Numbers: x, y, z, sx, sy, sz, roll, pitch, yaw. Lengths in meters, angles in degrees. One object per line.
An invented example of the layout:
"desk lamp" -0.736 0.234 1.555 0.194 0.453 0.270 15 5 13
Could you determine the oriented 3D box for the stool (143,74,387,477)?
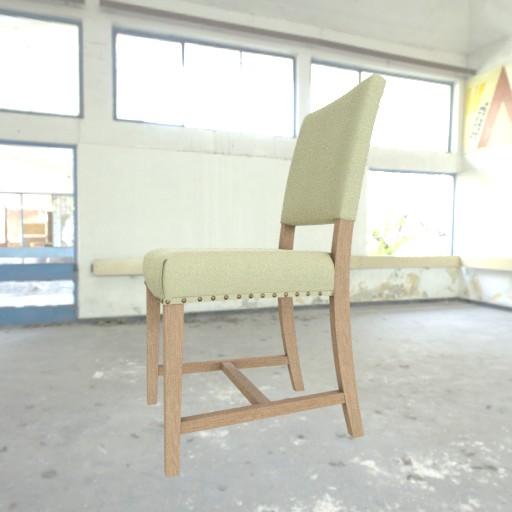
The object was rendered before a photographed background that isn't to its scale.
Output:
"stool" 0.000 0.000 1.321 0.623 0.986 0.508 -1 2 -19
